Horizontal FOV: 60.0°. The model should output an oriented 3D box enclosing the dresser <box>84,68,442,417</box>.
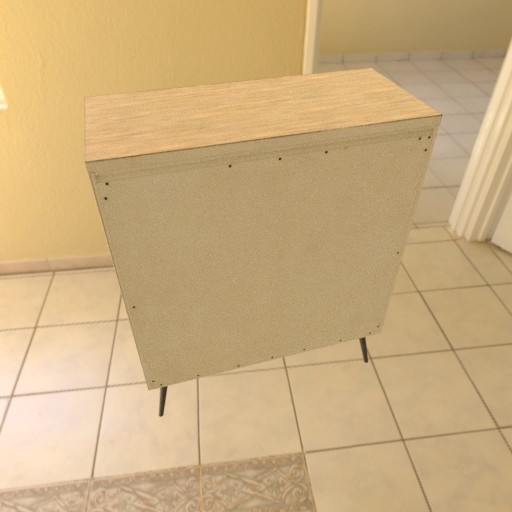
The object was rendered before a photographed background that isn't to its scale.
[{"bbox_3d":[0.000,0.000,1.758,1.016,1.219,0.457,-11,42,-13],"label":"dresser"}]
